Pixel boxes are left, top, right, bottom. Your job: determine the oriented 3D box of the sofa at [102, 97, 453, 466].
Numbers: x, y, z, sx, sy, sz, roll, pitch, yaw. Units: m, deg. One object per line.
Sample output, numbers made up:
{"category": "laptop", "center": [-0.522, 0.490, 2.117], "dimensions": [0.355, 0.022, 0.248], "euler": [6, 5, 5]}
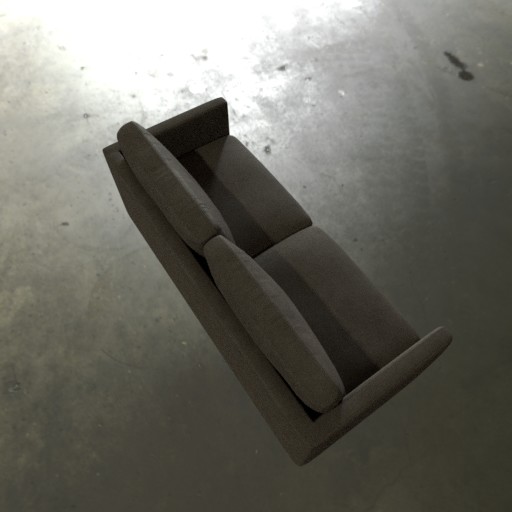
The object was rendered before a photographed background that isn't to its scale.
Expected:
{"category": "sofa", "center": [0.000, 0.000, 2.753], "dimensions": [0.951, 0.965, 2.208], "euler": [-30, 63, -17]}
